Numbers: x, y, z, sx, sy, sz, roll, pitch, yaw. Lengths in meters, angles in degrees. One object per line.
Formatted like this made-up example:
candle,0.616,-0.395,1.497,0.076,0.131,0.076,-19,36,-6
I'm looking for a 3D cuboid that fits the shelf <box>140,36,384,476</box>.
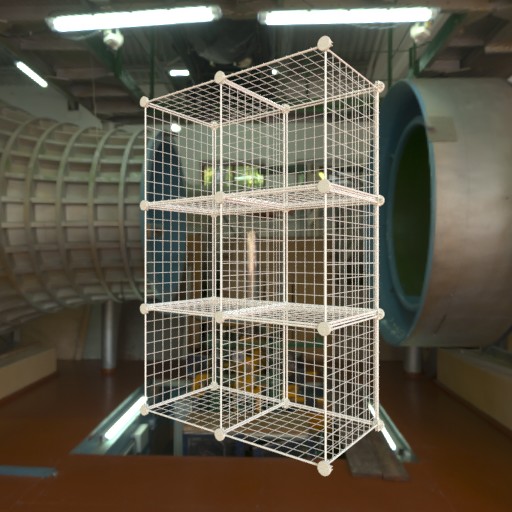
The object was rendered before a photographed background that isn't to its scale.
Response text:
shelf,0.000,0.000,1.421,0.711,1.067,0.356,0,0,37
